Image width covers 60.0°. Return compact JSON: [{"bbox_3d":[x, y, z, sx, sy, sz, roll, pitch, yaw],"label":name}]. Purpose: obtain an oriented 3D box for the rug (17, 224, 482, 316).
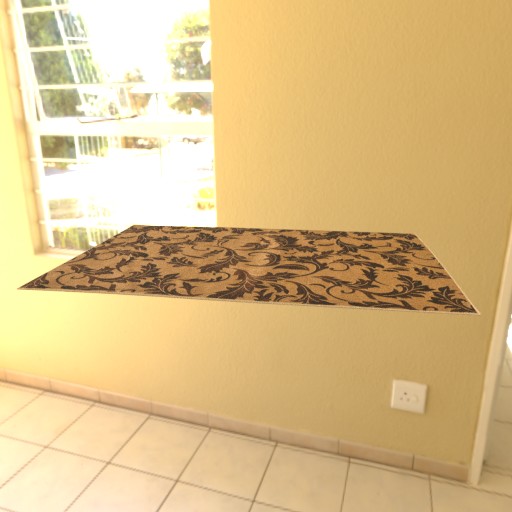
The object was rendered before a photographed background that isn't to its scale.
[{"bbox_3d":[0.000,0.000,2.850,2.284,0.008,1.522,2,17,8],"label":"rug"}]
